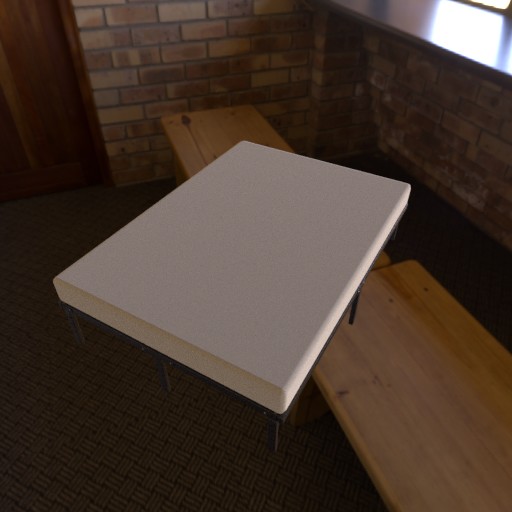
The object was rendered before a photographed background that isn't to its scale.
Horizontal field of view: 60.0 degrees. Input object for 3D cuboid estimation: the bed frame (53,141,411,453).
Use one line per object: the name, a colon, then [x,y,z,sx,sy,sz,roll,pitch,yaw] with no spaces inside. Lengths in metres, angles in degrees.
bed frame: [0.000,0.000,3.876,2.205,0.680,2.842,26,47,28]
